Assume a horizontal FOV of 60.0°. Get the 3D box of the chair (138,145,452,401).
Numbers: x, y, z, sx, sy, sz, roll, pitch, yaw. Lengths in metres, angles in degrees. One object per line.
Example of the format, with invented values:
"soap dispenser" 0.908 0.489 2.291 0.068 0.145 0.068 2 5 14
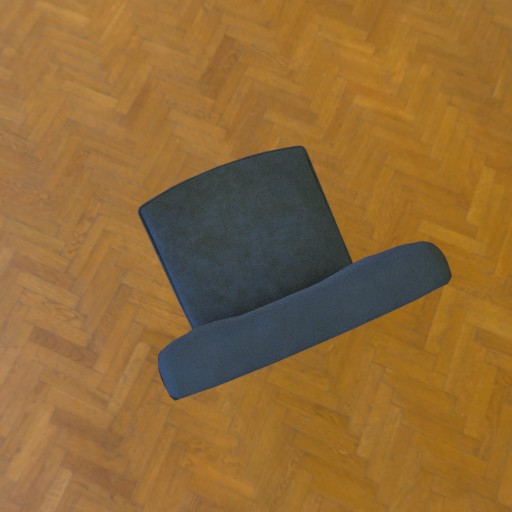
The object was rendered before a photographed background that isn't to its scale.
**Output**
"chair" 0.000 0.000 1.173 0.521 0.806 0.551 -22 76 -6
